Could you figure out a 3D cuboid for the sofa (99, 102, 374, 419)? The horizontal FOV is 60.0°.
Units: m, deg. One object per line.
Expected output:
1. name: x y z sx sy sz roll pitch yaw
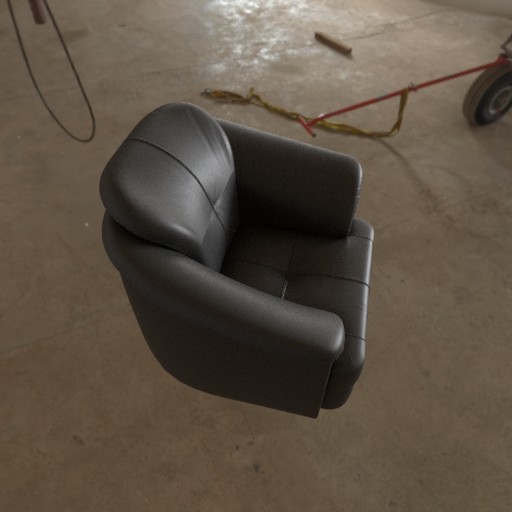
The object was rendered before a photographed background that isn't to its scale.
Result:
1. sofa: 0.000 0.000 1.500 0.794 0.811 0.870 10 48 9
